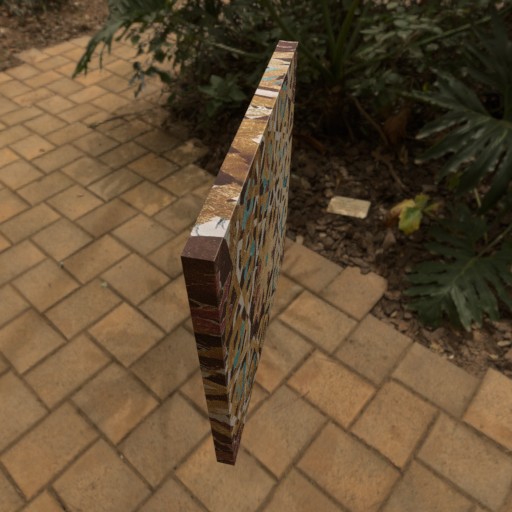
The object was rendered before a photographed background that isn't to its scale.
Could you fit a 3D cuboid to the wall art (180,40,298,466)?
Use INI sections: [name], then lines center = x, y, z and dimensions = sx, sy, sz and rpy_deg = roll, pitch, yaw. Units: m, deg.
[wall art]
center = 0.000, 0.000, 0.896
dimensions = 0.041, 0.613, 0.609
rpy_deg = 9, 47, 8
